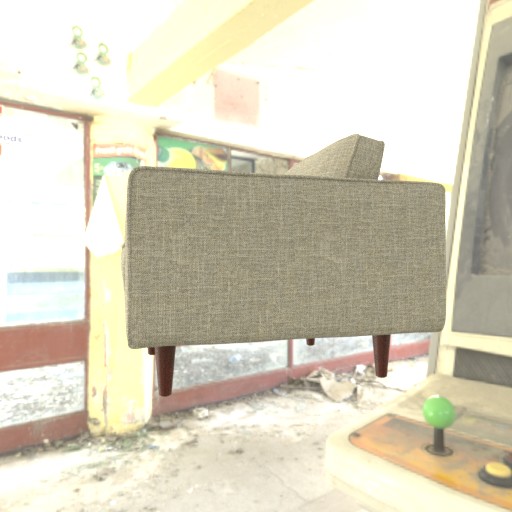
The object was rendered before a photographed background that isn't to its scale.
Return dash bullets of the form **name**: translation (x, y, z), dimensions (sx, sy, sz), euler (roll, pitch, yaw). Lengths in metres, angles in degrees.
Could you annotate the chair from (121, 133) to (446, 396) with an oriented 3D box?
- **chair**: translation (0.000, 0.000, 1.569), dimensions (0.914, 0.765, 0.889), euler (0, -1, -17)
